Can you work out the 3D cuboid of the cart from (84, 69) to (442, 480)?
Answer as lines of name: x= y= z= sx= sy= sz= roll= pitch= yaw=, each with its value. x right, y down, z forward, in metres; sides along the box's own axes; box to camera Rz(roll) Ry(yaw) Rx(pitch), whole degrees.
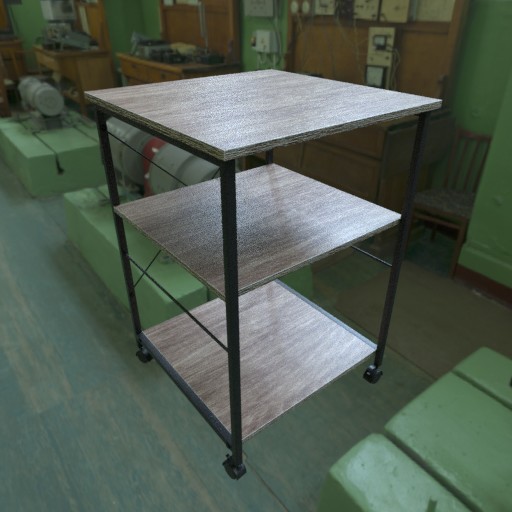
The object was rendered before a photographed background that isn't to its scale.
cart: x=0.000 y=0.000 z=1.100 sx=0.521 sy=0.762 sz=0.520 roll=-22 pitch=37 yaw=-32
